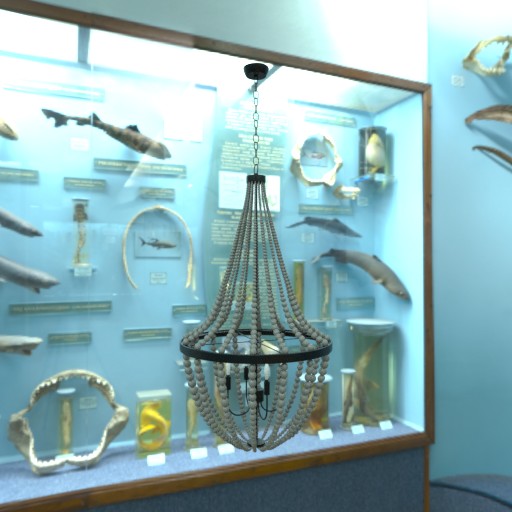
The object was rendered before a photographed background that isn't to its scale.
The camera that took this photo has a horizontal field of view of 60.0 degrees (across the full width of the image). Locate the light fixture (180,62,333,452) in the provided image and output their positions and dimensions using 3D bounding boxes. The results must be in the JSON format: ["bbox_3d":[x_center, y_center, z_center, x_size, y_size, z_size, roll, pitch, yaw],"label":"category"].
[{"bbox_3d":[0.000,0.000,1.329,0.450,1.133,0.450,0,-1,0],"label":"light fixture"}]
